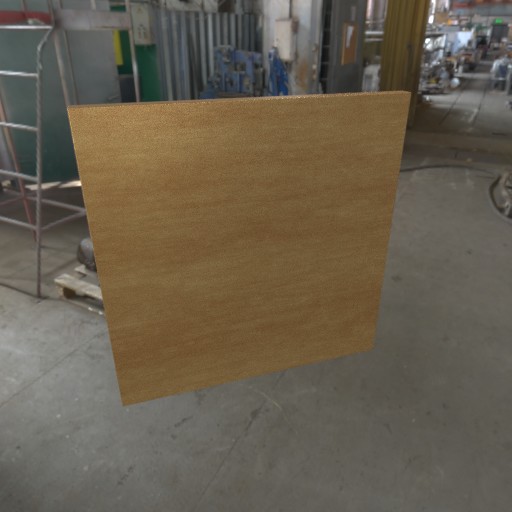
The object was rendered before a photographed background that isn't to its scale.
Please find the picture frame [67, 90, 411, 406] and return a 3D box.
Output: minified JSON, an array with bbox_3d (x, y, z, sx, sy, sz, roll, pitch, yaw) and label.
[{"bbox_3d":[0.000,0.000,1.126,0.758,0.761,0.037,-9,28,-16],"label":"picture frame"}]
